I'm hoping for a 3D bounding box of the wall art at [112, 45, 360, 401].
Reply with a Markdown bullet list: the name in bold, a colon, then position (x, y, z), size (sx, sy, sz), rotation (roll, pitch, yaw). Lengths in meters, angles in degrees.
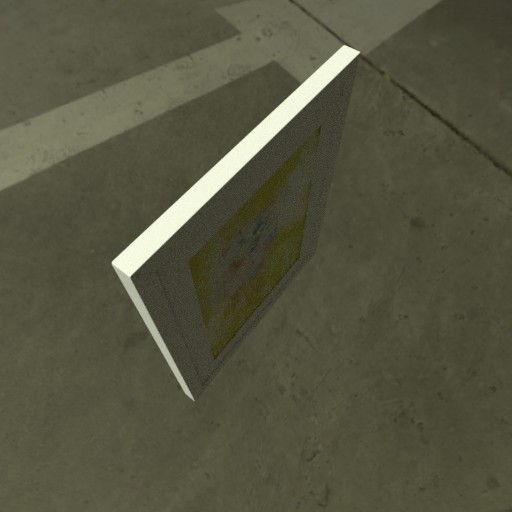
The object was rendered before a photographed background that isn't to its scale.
- **wall art**: position (0.000, 0.000, 0.779), size (0.028, 0.556, 0.454), rotation (33, 65, 18)
